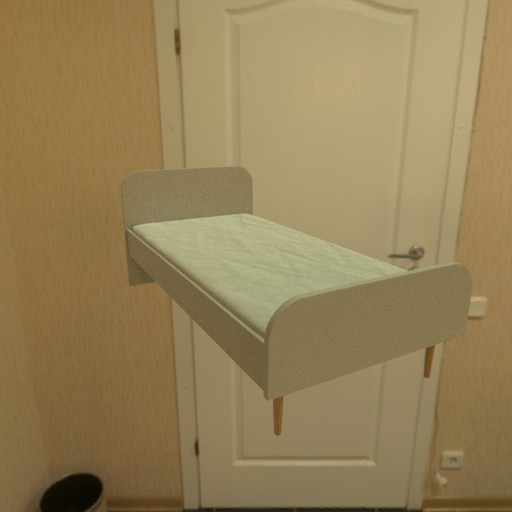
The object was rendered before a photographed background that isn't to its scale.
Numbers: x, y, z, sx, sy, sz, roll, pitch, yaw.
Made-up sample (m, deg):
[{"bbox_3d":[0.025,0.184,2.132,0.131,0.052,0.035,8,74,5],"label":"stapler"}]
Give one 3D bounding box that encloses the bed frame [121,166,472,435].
[{"bbox_3d":[0.000,0.000,2.471,0.998,0.805,1.963,-9,19,-28],"label":"bed frame"}]
